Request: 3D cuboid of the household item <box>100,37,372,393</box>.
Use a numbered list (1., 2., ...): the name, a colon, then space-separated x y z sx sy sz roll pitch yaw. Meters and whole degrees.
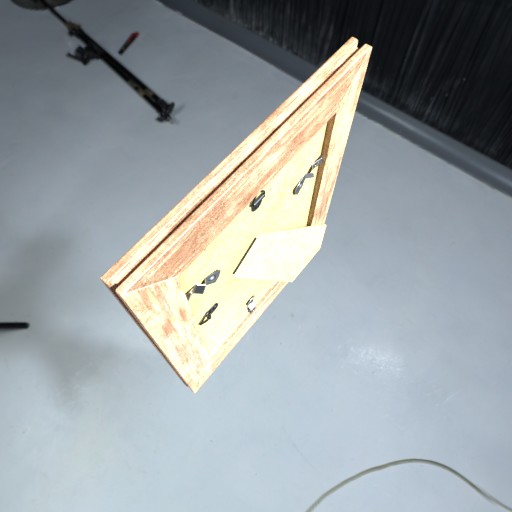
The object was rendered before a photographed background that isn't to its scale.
1. household item: 0.000 0.000 0.316 0.018 0.237 0.186 36 69 16
